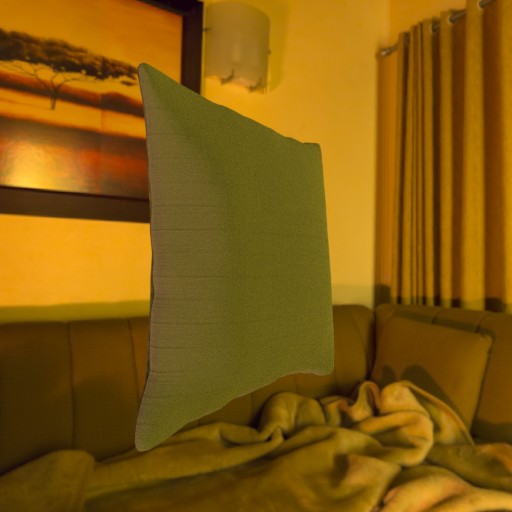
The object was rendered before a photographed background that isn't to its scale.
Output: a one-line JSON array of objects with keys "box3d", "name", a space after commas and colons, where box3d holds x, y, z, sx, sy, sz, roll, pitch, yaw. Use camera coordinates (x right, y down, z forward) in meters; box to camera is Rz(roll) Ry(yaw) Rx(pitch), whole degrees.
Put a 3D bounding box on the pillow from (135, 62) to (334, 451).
[{"box3d": [0.000, 0.000, 0.709, 0.175, 0.464, 0.470, -1, -1, 36], "name": "pillow"}]
